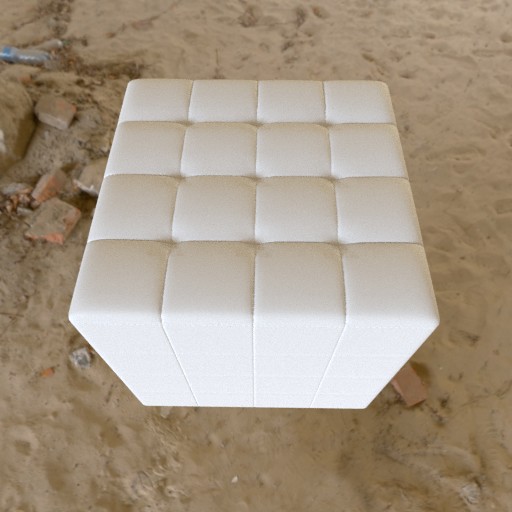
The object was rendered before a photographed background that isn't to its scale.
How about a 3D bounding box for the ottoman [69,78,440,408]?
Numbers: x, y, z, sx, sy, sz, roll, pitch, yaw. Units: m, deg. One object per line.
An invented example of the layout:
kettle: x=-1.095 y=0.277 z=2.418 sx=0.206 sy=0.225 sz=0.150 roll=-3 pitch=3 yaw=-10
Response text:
ottoman: x=0.000 y=0.000 z=0.778 sx=0.425 sy=0.432 sz=0.425 roll=1 pitch=58 yaw=0
